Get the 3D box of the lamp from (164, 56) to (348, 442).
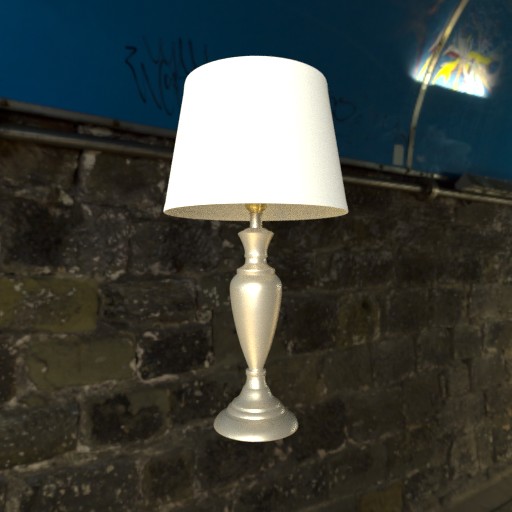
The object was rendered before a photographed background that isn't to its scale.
[{"bbox_3d":[0.000,0.000,0.805,0.328,0.612,0.328,0,0,0],"label":"lamp"}]
